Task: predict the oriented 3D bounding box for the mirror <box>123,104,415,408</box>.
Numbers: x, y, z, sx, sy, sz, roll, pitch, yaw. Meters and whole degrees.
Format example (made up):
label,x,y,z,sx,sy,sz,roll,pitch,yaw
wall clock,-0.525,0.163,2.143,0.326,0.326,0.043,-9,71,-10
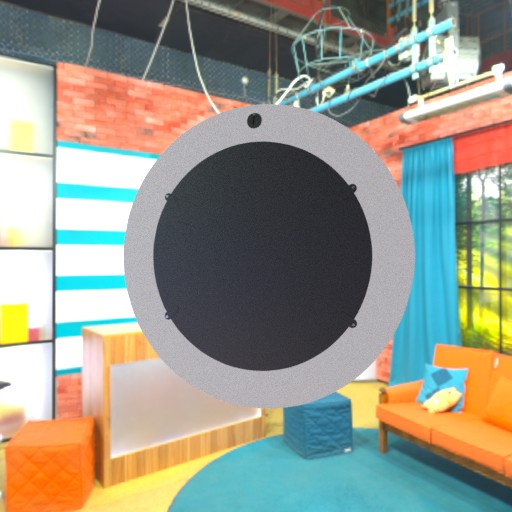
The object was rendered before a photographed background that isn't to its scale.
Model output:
label,x,y,z,sx,sy,sz,roll,pitch,yaw
mirror,0.000,0.000,1.354,0.914,0.914,0.038,0,0,18
